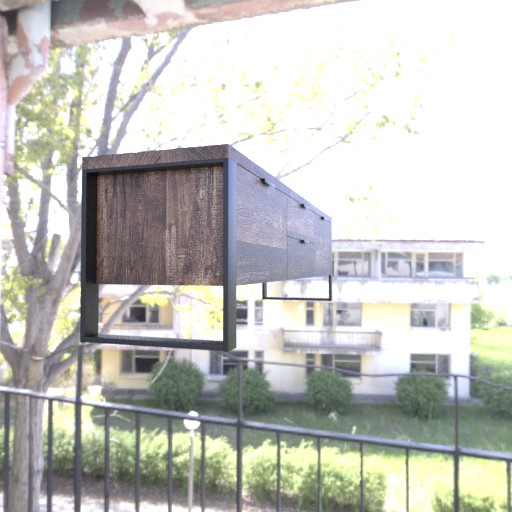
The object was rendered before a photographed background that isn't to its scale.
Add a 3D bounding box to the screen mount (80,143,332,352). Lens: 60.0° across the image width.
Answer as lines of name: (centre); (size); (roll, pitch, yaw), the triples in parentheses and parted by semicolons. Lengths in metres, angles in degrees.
screen mount: (0.000, 0.000, 1.738); (0.395, 0.450, 1.524); (0, -1, 18)
